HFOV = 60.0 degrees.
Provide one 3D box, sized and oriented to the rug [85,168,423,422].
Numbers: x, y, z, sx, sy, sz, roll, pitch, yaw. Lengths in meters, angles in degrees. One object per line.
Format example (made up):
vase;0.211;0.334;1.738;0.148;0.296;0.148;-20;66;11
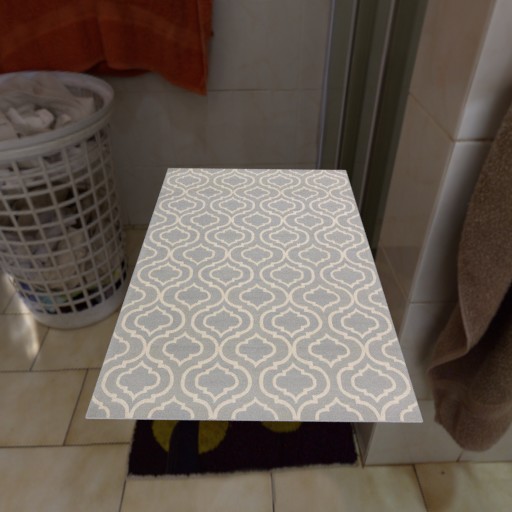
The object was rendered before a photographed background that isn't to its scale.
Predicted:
rug;0.000;0.000;2.170;1.141;0.015;1.749;0;39;0
